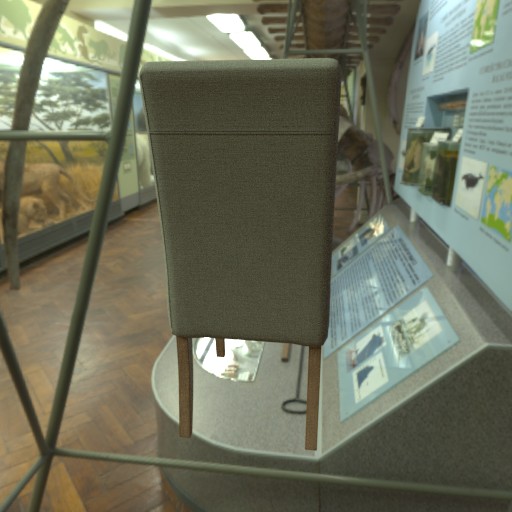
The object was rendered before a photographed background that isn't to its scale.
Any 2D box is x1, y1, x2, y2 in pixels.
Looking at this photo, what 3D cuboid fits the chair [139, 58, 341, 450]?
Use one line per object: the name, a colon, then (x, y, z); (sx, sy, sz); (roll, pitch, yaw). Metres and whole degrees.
chair: (0.000, 0.000, 1.350); (0.450, 1.033, 0.611); (2, 17, 8)
